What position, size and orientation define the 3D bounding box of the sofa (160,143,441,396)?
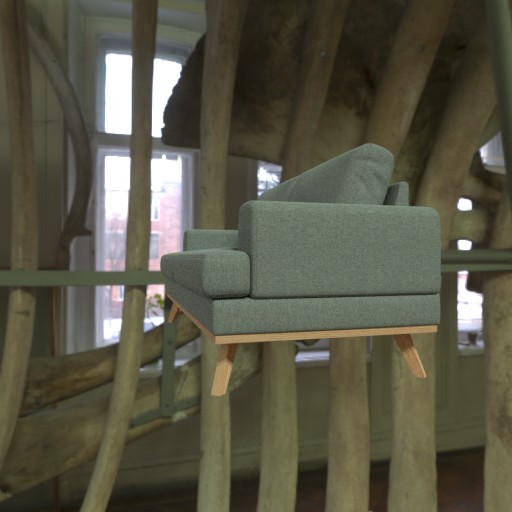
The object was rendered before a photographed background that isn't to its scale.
[{"bbox_3d":[0.000,0.000,2.096,0.785,0.810,1.650,0,0,-16],"label":"sofa"}]
